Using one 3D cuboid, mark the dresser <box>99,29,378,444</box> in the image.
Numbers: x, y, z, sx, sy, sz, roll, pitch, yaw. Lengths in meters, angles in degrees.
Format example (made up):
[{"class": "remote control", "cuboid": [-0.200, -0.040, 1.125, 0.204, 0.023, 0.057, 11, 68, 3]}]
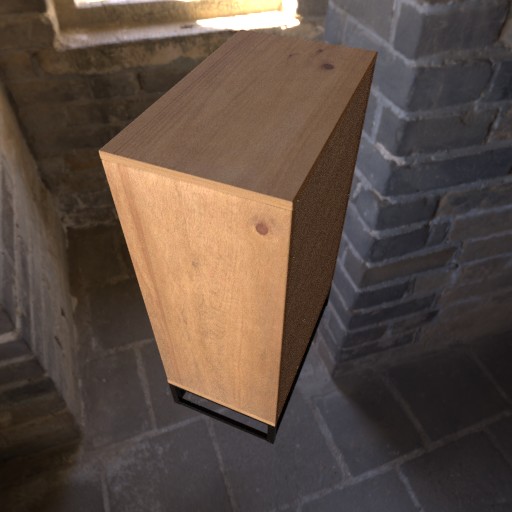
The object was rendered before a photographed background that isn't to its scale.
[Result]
[{"class": "dresser", "cuboid": [0.000, 0.000, 1.600, 0.479, 1.240, 0.761, 17, 49, 15]}]
